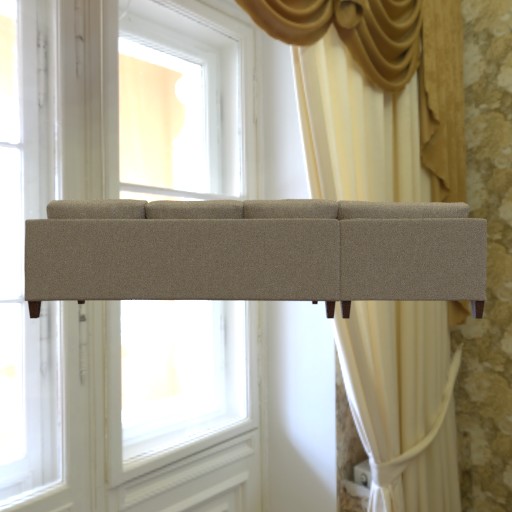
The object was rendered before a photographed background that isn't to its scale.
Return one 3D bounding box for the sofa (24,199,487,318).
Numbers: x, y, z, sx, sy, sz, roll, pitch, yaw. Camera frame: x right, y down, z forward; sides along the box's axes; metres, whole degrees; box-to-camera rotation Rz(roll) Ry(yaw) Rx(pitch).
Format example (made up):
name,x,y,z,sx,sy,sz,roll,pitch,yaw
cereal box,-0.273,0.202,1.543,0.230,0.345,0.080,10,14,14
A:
name,x,y,z,sx,sy,sz,roll,pitch,yaw
sofa,0.000,0.000,3.835,3.186,0.846,1.625,0,1,0
